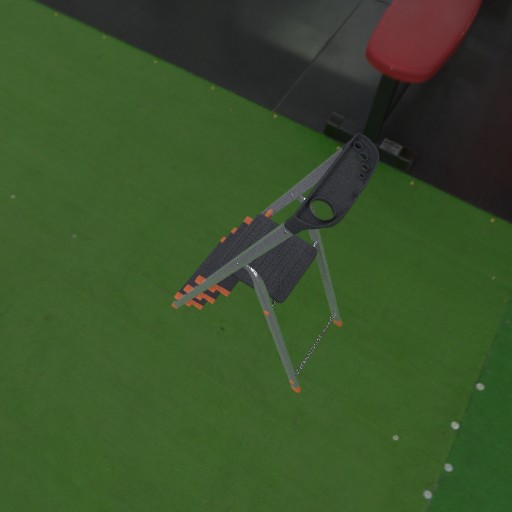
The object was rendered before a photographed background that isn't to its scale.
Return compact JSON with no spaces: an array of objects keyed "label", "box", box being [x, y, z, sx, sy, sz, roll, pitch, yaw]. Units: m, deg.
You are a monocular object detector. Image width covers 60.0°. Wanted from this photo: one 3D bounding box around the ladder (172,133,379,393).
[{"label":"ladder","box":[0.000,0.000,1.797,0.834,1.429,0.452,32,68,15]}]
